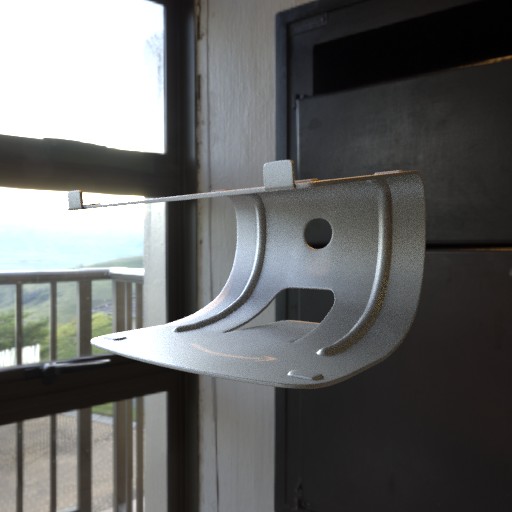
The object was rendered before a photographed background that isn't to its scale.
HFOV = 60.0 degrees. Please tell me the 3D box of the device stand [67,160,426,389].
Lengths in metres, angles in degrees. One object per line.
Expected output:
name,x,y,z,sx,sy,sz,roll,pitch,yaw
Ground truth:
device stand,0.000,0.000,0.405,0.256,0.155,0.236,1,1,37
